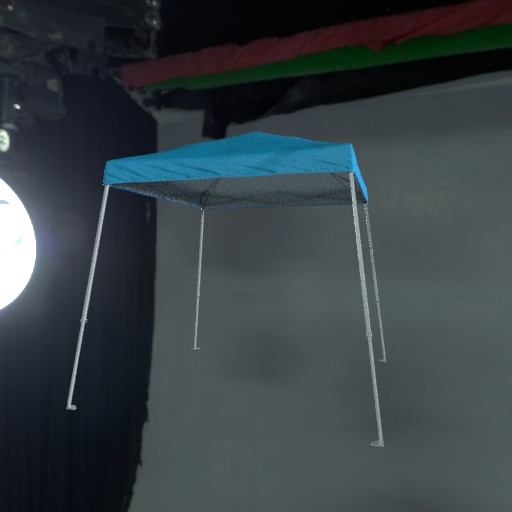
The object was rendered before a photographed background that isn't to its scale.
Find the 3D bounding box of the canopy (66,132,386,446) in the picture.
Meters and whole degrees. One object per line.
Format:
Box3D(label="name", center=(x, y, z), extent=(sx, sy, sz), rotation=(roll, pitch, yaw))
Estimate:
Box3D(label="canopy", center=(0.000, 0.000, 5.087), extent=(2.849, 2.849, 2.848), rotation=(0, 0, 17))
